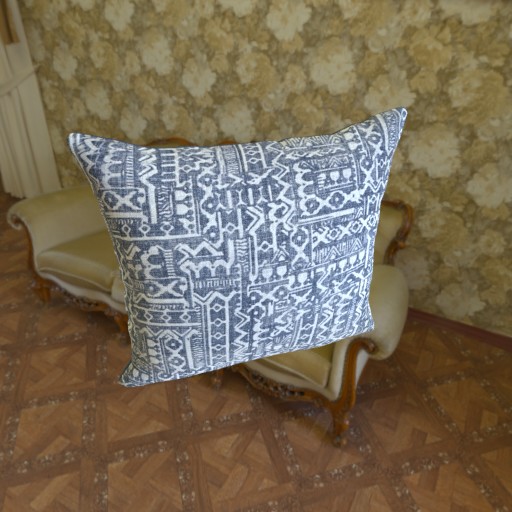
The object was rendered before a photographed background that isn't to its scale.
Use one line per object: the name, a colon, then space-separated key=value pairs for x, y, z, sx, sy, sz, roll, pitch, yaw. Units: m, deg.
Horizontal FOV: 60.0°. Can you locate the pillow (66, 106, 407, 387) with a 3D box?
pillow: x=0.000 y=0.000 z=0.795 sx=0.546 sy=0.487 sz=0.180 roll=-9 pitch=32 yaw=-15
